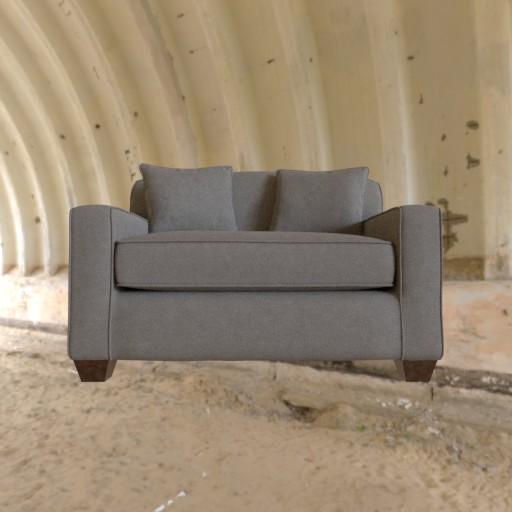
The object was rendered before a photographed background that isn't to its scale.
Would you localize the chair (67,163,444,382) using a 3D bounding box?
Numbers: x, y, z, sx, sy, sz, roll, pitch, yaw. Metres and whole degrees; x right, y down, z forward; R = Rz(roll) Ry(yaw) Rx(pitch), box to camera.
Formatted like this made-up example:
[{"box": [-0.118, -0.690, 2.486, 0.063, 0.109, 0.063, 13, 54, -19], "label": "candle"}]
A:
[{"box": [0.000, 0.000, 2.074, 1.395, 0.953, 0.992, 0, -2, 0], "label": "chair"}]
